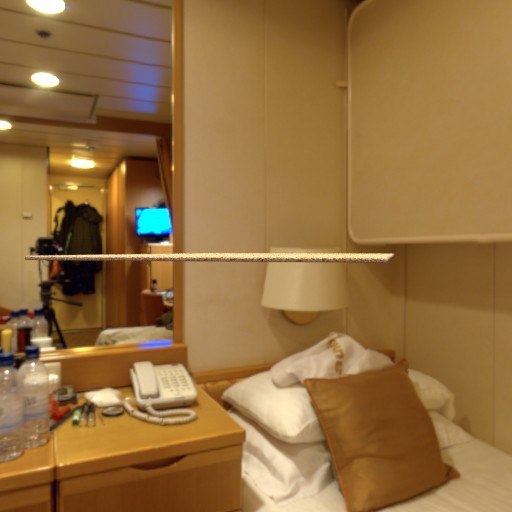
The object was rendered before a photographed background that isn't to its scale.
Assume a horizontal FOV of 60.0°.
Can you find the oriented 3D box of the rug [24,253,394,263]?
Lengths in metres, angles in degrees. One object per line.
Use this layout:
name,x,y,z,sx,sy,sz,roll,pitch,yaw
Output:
rug,0.000,0.000,4.161,2.438,0.029,3.047,0,1,18
